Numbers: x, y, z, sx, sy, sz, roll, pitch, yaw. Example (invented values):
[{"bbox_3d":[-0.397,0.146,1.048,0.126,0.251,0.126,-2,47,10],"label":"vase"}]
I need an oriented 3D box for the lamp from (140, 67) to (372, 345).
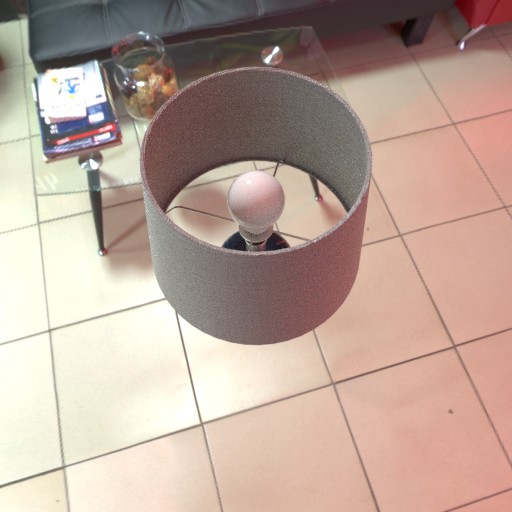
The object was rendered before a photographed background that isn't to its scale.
[{"bbox_3d":[0.000,0.000,0.575,0.253,0.428,0.253,0,65,0],"label":"lamp"}]
